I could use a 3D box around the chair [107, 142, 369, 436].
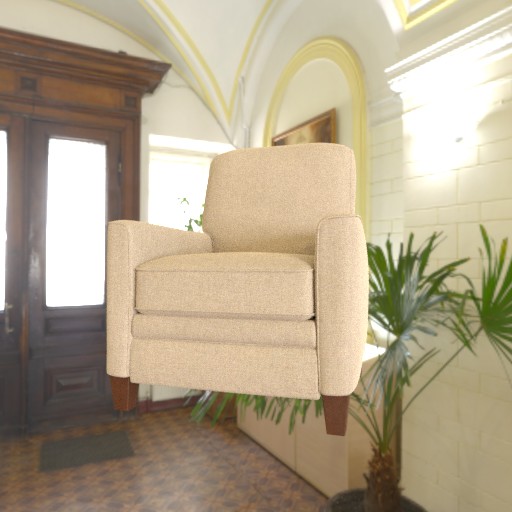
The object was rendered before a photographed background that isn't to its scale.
[{"bbox_3d":[0.000,0.000,1.720,0.845,1.023,0.859,0,-1,17],"label":"chair"}]
